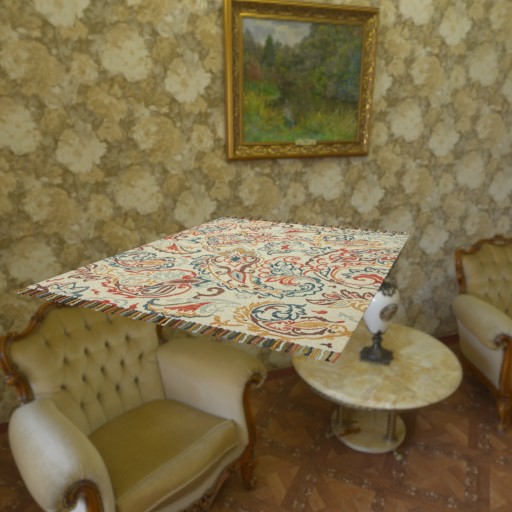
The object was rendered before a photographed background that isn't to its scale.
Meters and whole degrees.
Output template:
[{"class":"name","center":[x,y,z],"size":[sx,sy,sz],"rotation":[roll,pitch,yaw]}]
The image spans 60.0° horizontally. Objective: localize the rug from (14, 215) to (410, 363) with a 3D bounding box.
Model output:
[{"class":"rug","center":[0.000,0.000,4.212],"size":[2.439,0.015,3.274],"rotation":[7,18,24]}]
